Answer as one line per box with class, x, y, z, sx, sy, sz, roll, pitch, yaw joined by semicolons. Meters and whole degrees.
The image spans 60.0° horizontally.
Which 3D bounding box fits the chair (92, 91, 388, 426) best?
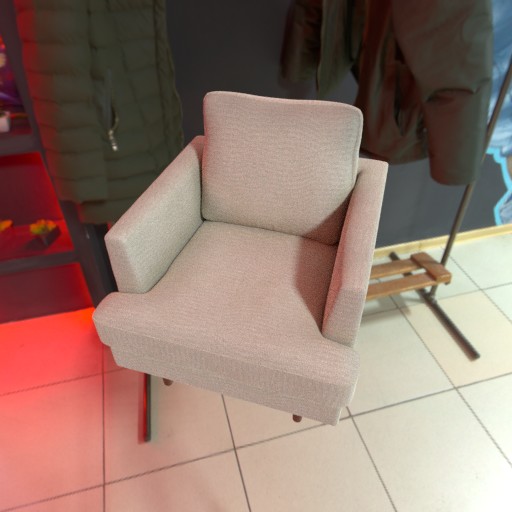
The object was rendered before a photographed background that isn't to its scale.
chair;0.000;0.000;1.634;0.858;0.957;0.899;11;42;13
